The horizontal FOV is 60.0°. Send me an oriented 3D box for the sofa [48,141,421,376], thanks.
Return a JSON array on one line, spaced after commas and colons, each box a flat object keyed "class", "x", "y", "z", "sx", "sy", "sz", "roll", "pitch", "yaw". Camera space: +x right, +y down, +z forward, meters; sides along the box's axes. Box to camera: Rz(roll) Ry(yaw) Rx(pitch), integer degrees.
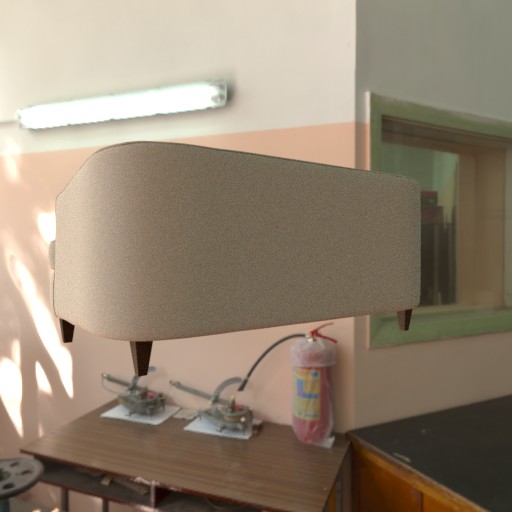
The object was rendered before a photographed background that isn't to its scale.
[{"class": "sofa", "x": 0.000, "y": 0.000, "z": 2.190, "sx": 1.733, "sy": 0.855, "sz": 0.941, "roll": -1, "pitch": 1, "yaw": -35}]
